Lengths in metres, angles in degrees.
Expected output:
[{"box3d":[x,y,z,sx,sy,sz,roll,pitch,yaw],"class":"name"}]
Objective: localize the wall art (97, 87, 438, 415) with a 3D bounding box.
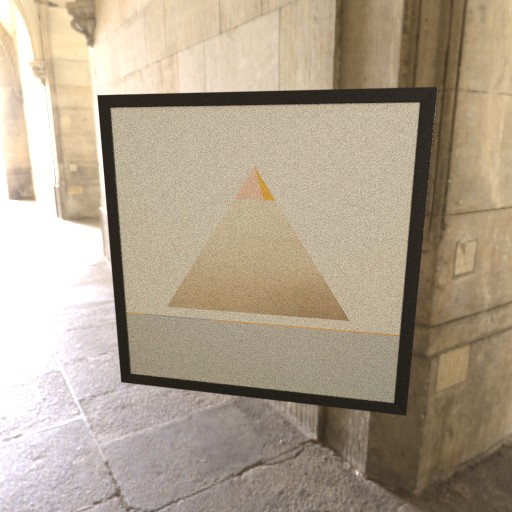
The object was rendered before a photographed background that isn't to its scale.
[{"box3d":[0.000,0.000,1.099,0.769,0.766,0.042,3,15,11],"class":"wall art"}]
